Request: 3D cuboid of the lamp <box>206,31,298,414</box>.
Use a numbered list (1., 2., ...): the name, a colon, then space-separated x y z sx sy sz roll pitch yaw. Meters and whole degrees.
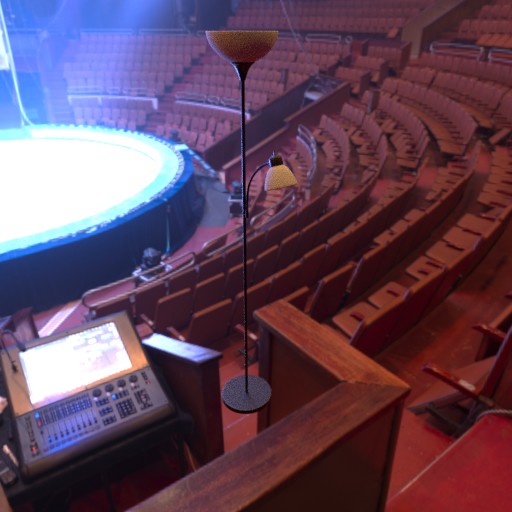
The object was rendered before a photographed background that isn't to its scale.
1. lamp: 0.000 0.000 1.994 0.279 1.804 0.442 -19 32 -33
